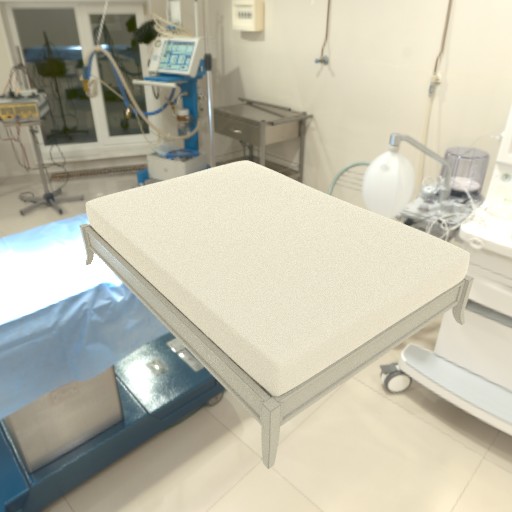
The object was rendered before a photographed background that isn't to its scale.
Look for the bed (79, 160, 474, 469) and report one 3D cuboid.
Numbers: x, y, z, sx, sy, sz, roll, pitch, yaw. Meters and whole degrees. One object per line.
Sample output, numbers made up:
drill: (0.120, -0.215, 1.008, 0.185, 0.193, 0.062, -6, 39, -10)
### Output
bed: (0.000, 0.000, 2.674, 1.460, 0.510, 1.985, -22, 37, -33)
